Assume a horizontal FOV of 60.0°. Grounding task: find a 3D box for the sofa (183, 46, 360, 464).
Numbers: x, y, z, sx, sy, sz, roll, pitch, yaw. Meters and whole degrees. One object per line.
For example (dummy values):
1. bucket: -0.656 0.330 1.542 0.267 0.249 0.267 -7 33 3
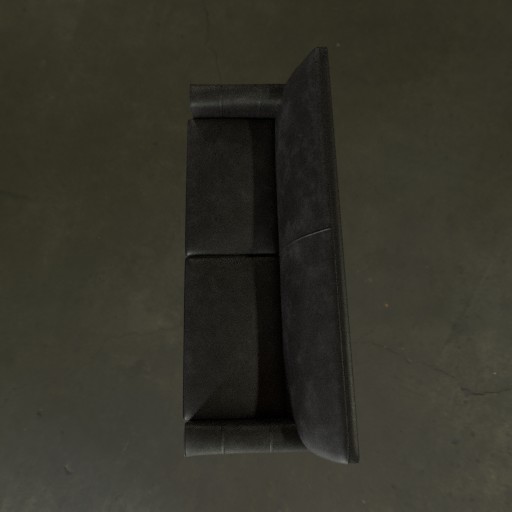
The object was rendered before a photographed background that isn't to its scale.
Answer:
1. sofa: 0.000 0.000 2.519 0.805 0.947 2.053 -1 75 0
